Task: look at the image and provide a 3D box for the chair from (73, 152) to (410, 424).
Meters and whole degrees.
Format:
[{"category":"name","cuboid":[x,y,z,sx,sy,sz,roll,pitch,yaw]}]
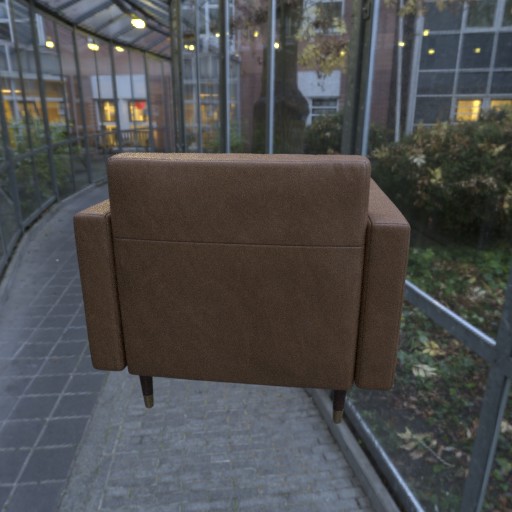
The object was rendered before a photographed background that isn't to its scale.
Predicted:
[{"category":"chair","cuboid":[0.000,0.000,1.671,0.953,0.819,0.998,2,18,7]}]
